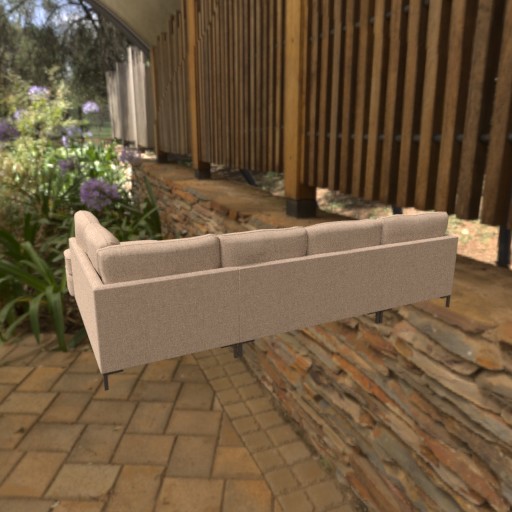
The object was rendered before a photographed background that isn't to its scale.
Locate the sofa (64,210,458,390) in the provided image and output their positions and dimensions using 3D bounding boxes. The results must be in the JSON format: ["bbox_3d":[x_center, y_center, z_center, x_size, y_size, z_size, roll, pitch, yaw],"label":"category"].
[{"bbox_3d":[0.000,0.000,4.448,3.423,0.996,2.021,-8,17,-26],"label":"sofa"}]
